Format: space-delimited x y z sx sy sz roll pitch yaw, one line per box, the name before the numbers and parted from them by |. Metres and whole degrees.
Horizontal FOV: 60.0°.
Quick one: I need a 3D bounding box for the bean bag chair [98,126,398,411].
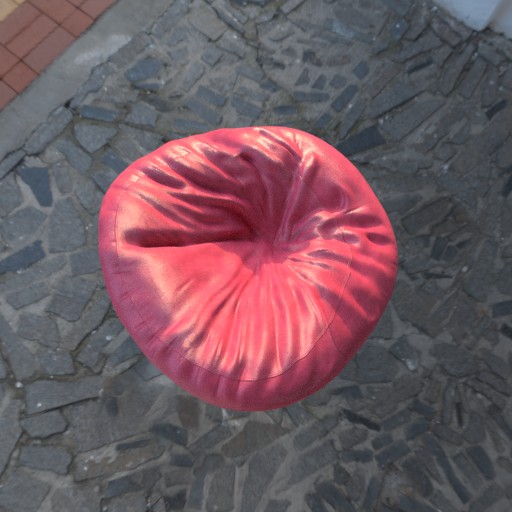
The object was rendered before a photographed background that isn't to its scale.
bean bag chair | 0.000 0.000 2.443 1.524 0.878 1.524 -32 78 -7
